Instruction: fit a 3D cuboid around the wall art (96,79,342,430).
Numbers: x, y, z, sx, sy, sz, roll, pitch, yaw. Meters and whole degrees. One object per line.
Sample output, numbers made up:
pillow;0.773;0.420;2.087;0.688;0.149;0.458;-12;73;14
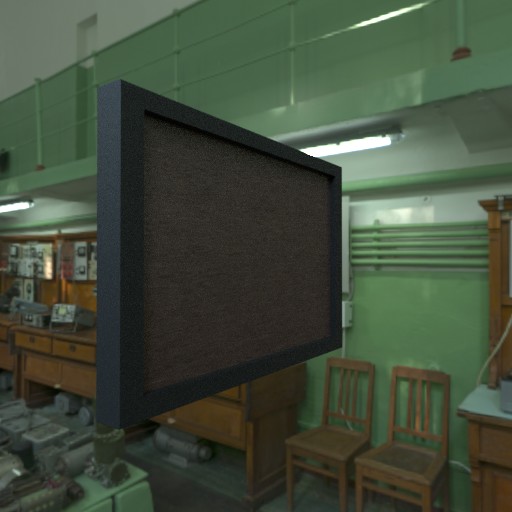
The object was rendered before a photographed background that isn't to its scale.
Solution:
wall art;0.000;0.000;0.861;0.051;0.456;0.671;0;-1;36
